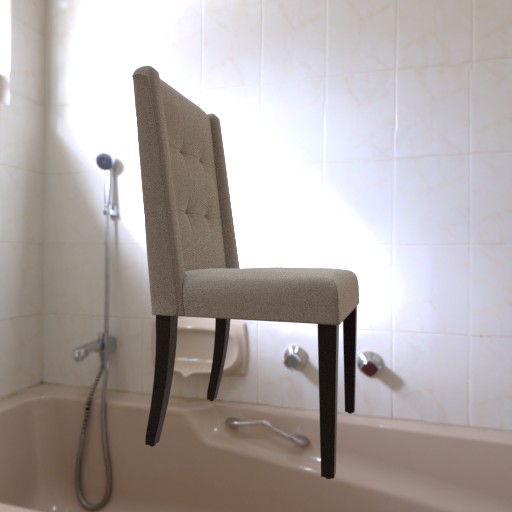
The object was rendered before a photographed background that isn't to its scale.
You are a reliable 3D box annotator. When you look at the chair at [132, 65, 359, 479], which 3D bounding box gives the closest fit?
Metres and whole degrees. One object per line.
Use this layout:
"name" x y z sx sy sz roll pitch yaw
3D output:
"chair" 0.000 0.000 1.235 0.523 0.961 0.474 0 0 18
